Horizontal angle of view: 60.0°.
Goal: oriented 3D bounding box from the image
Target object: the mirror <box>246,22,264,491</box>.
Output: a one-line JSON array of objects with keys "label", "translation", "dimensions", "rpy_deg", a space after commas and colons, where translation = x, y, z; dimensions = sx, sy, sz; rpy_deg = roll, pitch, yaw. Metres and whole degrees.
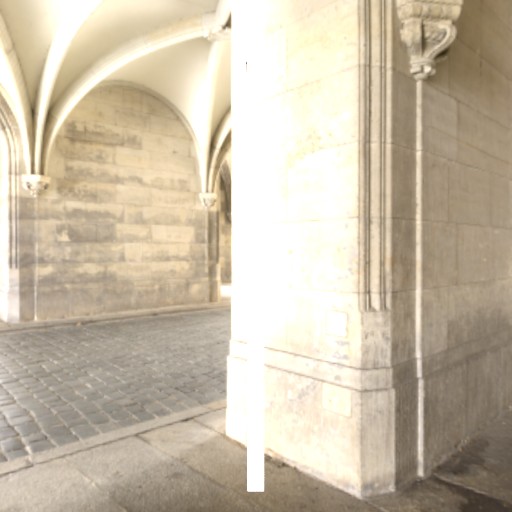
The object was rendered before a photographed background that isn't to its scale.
[{"label": "mirror", "translation": [0.000, 0.000, 1.340], "dimensions": [0.040, 1.016, 0.762], "rpy_deg": [0, 1, 0]}]
